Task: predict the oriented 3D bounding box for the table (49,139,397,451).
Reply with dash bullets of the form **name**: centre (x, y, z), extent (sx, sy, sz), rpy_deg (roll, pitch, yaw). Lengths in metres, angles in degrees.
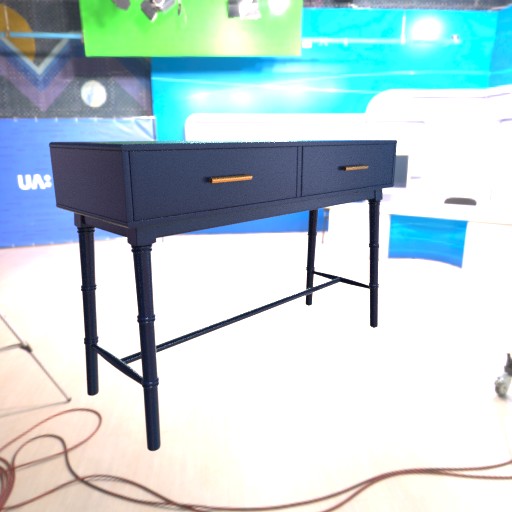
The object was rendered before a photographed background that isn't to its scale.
- **table**: centre (0.000, 0.000, 1.487), extent (1.118, 0.749, 0.399), rpy_deg (-15, 21, -43)
